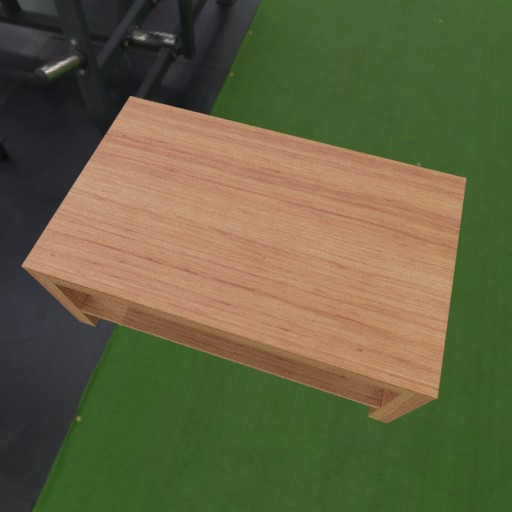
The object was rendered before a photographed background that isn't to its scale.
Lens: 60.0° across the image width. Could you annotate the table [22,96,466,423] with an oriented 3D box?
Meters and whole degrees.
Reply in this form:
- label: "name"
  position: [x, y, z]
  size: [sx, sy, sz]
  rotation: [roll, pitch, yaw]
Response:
- label: "table"
  position: [0.000, 0.000, 1.505]
  size: [1.146, 0.457, 0.695]
  rotation: [16, 63, 8]
